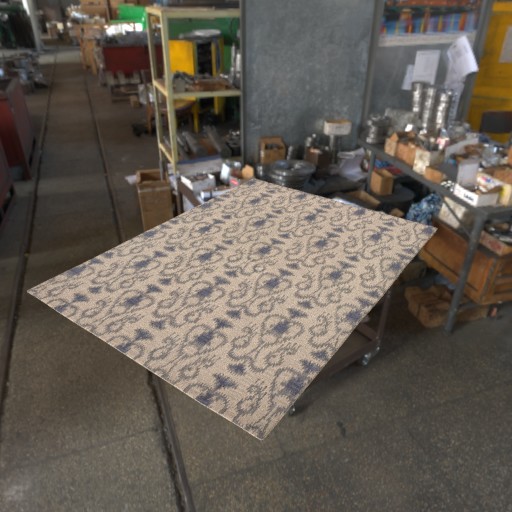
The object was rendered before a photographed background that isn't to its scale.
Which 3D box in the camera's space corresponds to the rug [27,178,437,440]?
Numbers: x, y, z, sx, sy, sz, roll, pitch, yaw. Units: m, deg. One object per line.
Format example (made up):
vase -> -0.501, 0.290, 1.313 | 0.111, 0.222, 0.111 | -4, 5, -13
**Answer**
rug -> 0.000, 0.000, 4.202 | 2.437, 0.015, 3.205 | 21, 37, 30
